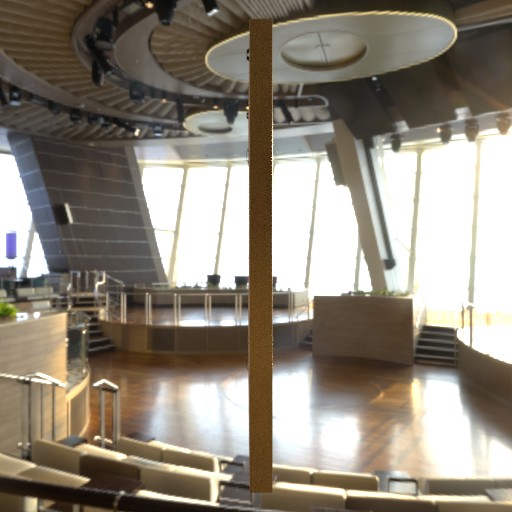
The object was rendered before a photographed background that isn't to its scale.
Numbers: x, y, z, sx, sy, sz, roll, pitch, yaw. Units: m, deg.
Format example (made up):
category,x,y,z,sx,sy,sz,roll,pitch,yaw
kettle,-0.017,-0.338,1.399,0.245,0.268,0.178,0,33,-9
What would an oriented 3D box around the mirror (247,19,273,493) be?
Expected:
category,x,y,z,sx,sy,sz,roll,pitch,yaw
mirror,0.000,0.000,0.917,0.039,0.710,0.507,0,0,-1
